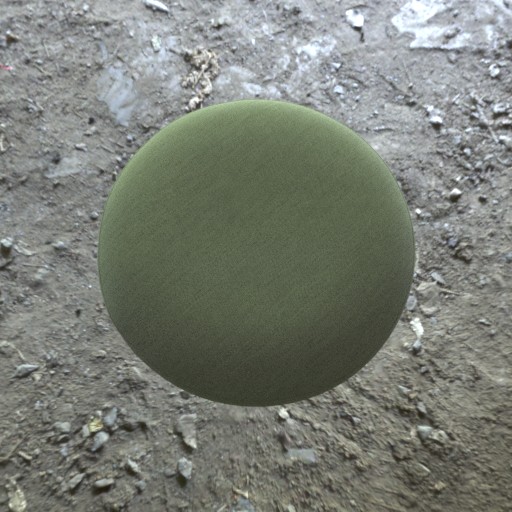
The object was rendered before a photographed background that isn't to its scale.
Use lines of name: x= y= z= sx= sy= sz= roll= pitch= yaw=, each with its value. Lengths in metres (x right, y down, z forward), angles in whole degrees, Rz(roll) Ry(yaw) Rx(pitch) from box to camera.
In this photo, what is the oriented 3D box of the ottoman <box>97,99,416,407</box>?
ottoman: x=0.000 y=0.000 z=1.210 sx=0.769 sy=0.459 sz=0.769 roll=0 pitch=75 yaw=0
